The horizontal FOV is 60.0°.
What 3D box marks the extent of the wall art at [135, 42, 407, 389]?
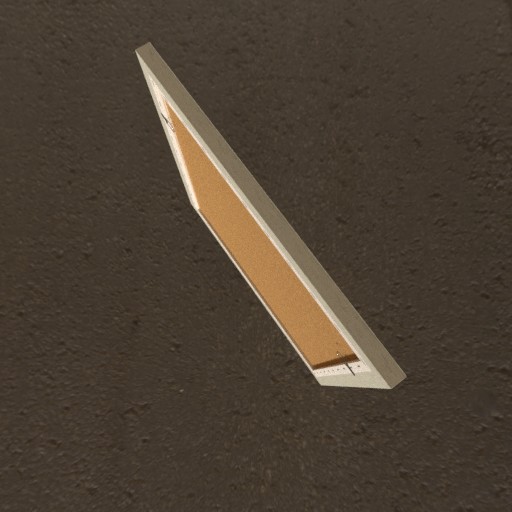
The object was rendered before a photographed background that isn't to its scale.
[{"bbox_3d":[0.000,0.000,1.512,0.045,1.016,1.016,-34,77,-9],"label":"wall art"}]
